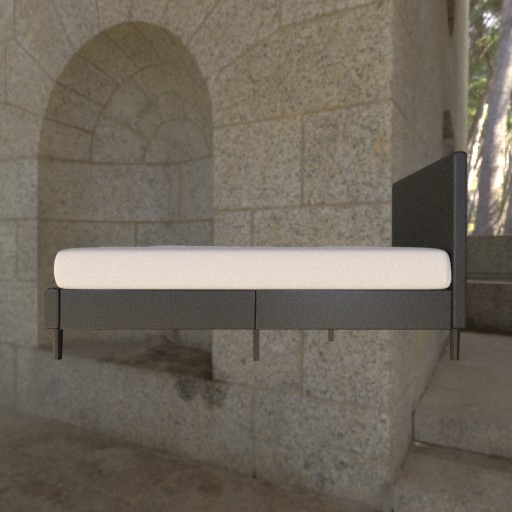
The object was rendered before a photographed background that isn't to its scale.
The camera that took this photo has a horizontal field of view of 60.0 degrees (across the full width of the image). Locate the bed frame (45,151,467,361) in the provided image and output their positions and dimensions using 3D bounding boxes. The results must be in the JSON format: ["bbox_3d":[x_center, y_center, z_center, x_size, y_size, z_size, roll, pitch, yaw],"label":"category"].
[{"bbox_3d":[0.000,0.000,2.564,2.152,1.046,1.038,0,0,0],"label":"bed frame"}]
